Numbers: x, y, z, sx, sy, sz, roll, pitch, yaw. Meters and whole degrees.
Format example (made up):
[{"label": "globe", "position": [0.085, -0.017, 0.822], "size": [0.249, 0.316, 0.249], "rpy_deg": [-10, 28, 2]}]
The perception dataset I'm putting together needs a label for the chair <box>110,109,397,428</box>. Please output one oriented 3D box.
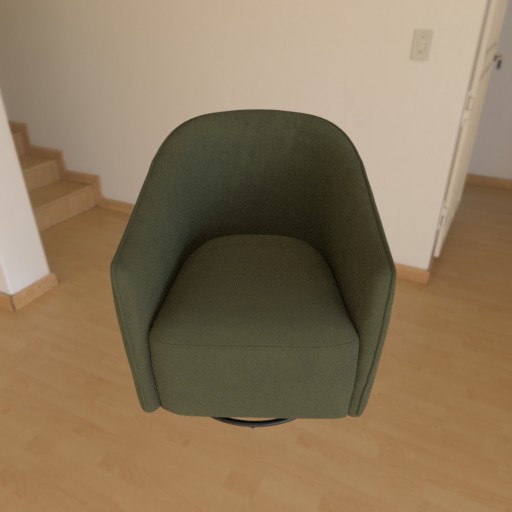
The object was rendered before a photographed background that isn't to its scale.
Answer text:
[{"label": "chair", "position": [0.000, 0.000, 1.502], "size": [0.747, 0.799, 0.875], "rpy_deg": [1, 30, 1]}]
